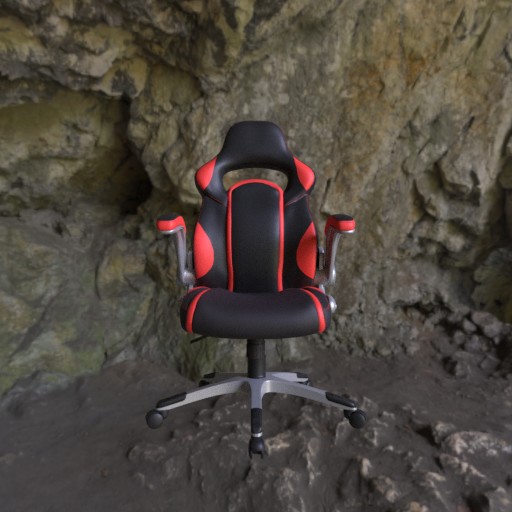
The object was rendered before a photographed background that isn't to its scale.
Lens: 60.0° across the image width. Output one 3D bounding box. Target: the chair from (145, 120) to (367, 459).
[{"bbox_3d":[0.000,0.000,1.607,0.758,1.165,0.712,0,0,0],"label":"chair"}]
